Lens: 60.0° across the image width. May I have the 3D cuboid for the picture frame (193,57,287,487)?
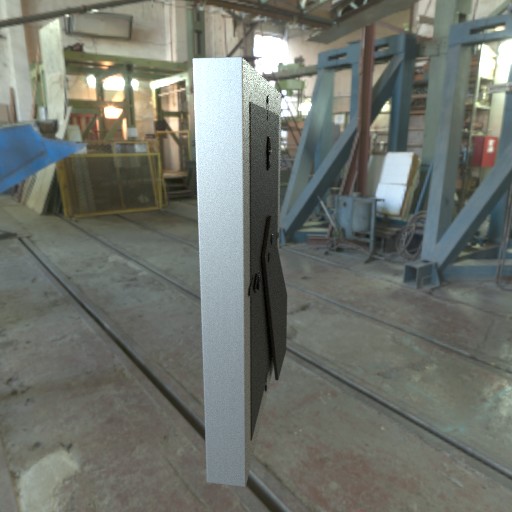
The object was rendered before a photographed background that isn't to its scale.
[{"bbox_3d":[0.000,0.000,0.281,0.028,0.208,0.157,2,15,8],"label":"picture frame"}]
